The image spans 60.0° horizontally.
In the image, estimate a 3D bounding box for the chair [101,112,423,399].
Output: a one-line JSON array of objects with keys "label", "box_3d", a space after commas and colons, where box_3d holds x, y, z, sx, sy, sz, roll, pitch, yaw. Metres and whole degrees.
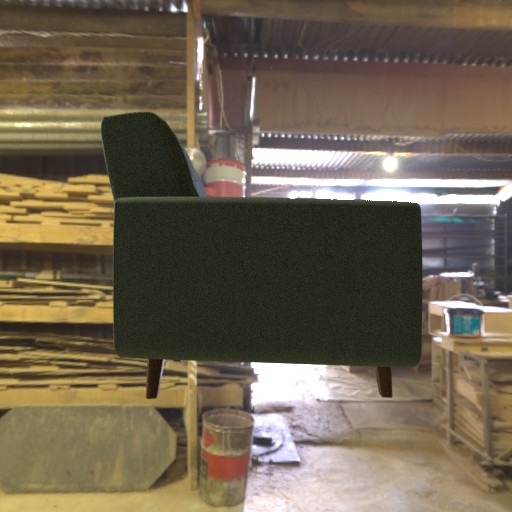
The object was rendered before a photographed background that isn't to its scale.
[{"label": "chair", "box_3d": [0.000, 0.000, 1.559, 0.909, 0.841, 0.831, 0, -1, -1]}]
